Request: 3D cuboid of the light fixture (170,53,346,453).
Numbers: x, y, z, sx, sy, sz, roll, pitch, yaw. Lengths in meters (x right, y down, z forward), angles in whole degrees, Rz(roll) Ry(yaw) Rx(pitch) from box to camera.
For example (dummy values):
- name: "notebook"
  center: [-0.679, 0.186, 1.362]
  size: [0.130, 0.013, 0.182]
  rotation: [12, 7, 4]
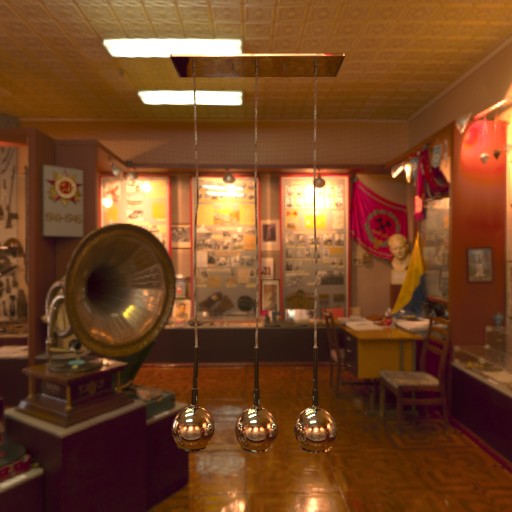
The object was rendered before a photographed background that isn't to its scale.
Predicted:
- name: "light fixture"
  center: [0.000, 0.000, 1.639]
  size: [0.623, 1.408, 0.188]
  rotation: [0, 0, 0]
